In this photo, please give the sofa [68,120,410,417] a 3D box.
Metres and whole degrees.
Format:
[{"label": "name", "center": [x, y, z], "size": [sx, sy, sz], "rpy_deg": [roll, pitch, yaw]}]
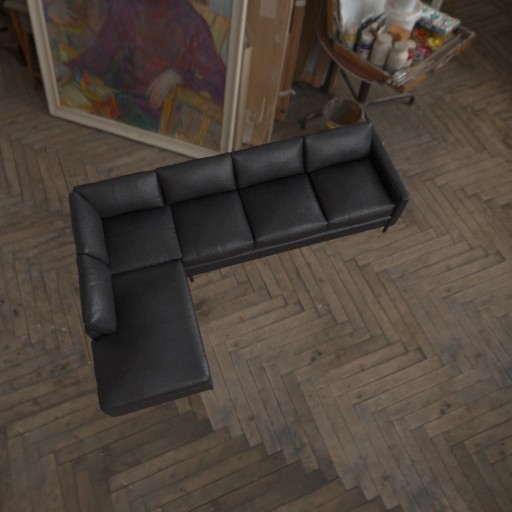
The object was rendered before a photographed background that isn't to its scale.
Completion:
[{"label": "sofa", "center": [0.000, 0.000, 3.946], "size": [2.984, 0.877, 1.938], "rpy_deg": [-14, 64, -7]}]
